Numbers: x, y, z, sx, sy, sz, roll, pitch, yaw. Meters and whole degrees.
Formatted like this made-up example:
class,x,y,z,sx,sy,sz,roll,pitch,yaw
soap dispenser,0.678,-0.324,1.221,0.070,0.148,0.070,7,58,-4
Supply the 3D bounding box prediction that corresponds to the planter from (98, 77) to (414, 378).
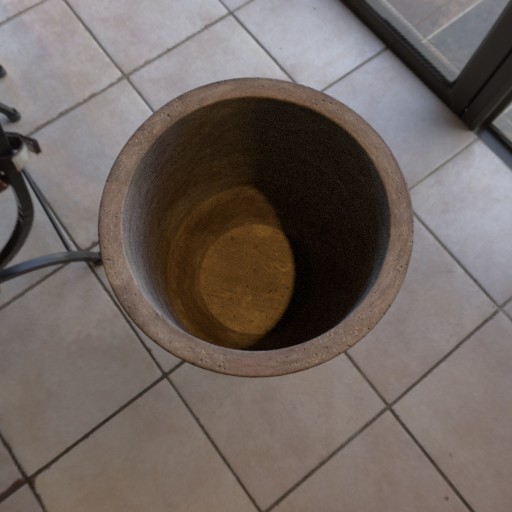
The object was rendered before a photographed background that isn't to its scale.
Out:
class,x,y,z,sx,sy,sz,roll,pitch,yaw
planter,0.000,0.000,0.269,0.142,0.149,0.142,0,75,0
